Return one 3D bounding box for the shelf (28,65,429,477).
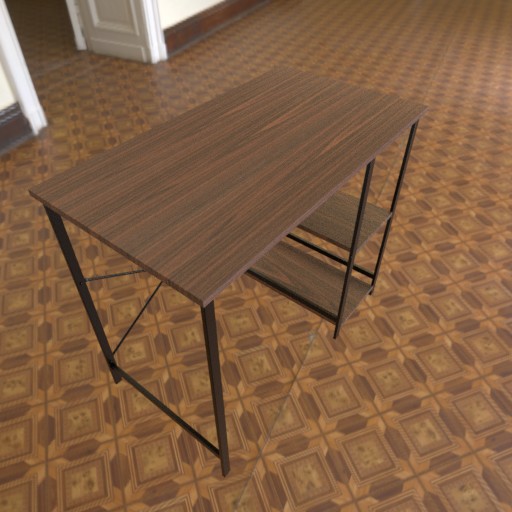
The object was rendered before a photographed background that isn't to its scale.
[{"bbox_3d":[0.000,0.000,1.322,0.498,0.750,0.902,28,50,27],"label":"shelf"}]
